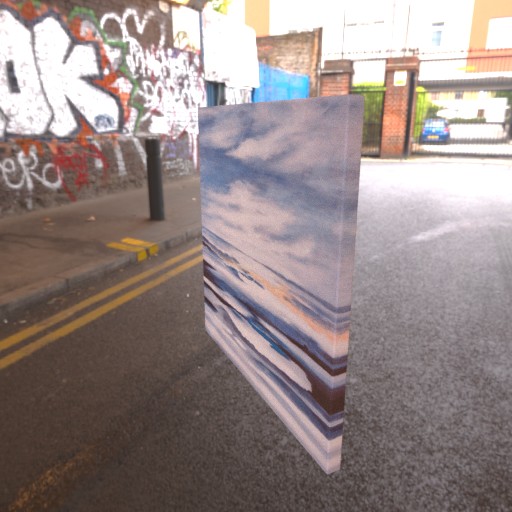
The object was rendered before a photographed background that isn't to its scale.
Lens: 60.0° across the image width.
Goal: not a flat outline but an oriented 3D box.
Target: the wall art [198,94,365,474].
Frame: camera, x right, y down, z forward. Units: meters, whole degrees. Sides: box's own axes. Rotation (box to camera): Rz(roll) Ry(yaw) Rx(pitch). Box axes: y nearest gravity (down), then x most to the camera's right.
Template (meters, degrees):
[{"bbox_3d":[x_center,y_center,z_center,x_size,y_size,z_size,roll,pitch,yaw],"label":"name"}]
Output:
[{"bbox_3d":[0.000,0.000,1.143,0.035,0.747,0.747,-8,19,-25],"label":"wall art"}]
